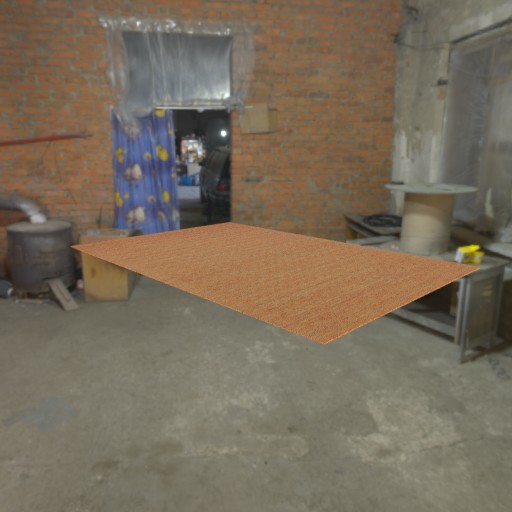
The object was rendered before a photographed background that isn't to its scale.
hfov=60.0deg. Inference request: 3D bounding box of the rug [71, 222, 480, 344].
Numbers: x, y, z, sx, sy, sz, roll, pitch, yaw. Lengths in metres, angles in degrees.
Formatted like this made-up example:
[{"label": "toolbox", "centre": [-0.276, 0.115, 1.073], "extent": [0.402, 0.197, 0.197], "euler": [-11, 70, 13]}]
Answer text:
[{"label": "rug", "centre": [0.000, 0.000, 2.933], "extent": [1.524, 0.006, 2.285], "euler": [-13, 19, -43]}]
